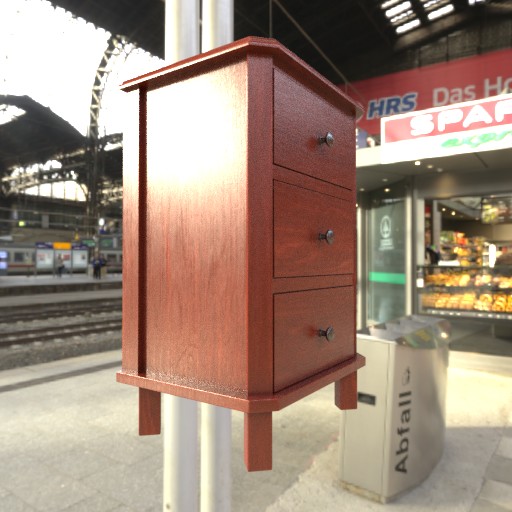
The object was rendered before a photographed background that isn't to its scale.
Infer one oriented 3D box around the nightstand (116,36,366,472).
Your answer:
[{"bbox_3d":[0.000,0.000,0.931,0.351,0.681,0.435,-1,-1,35],"label":"nightstand"}]
